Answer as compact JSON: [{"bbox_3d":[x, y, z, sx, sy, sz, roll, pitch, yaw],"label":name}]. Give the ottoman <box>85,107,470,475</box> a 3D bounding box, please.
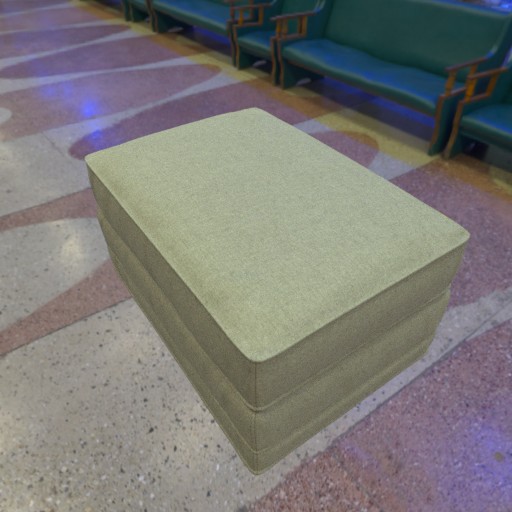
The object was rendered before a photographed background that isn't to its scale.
[{"bbox_3d":[0.000,0.000,1.208,0.611,0.508,0.848,-25,47,-25],"label":"ottoman"}]
